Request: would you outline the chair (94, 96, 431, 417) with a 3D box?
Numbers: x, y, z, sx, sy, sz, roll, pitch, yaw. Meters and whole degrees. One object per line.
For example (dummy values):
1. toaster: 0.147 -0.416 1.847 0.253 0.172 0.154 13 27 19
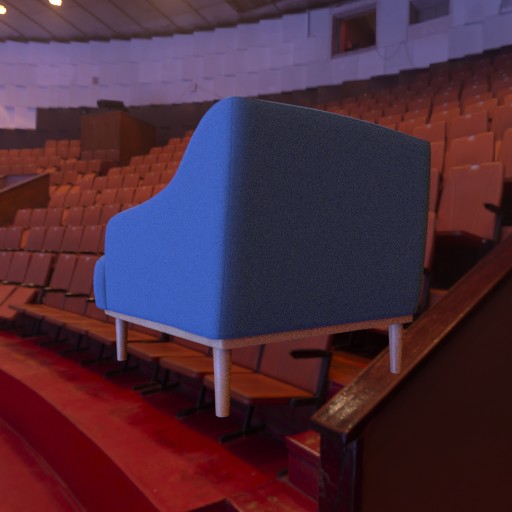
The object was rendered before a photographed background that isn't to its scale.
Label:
1. chair: 0.000 0.000 1.645 0.946 0.818 0.951 0 1 -35
